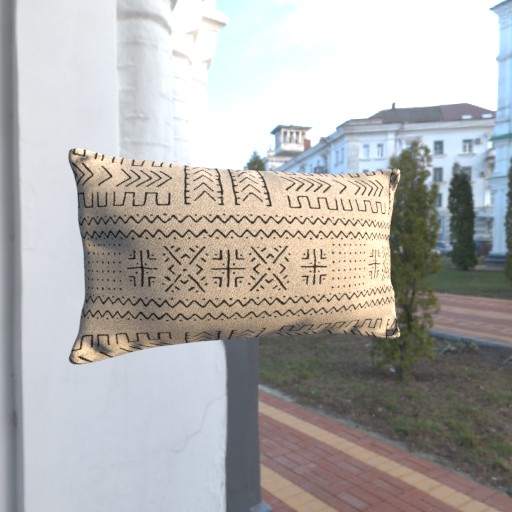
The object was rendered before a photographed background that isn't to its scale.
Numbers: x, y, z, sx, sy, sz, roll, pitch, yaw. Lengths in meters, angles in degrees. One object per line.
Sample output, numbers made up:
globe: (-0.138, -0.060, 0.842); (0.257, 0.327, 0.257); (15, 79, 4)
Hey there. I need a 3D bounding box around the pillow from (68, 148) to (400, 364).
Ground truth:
pillow: (0.000, 0.000, 0.809); (0.637, 0.352, 0.188); (-1, 2, -19)
